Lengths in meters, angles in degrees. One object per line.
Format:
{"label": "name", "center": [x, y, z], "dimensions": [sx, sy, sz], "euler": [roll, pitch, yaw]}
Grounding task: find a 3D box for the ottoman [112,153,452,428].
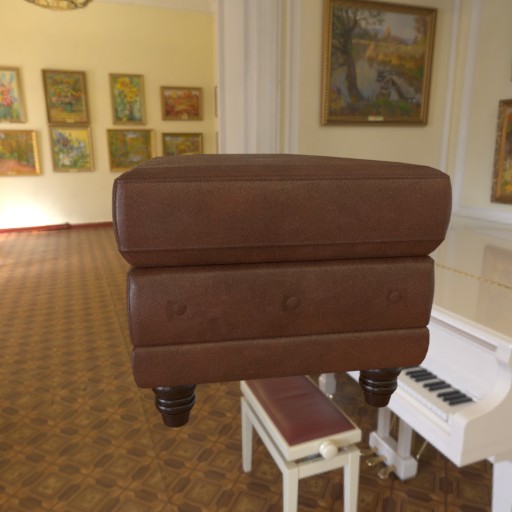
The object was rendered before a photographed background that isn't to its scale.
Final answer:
{"label": "ottoman", "center": [0.000, 0.000, 1.152], "dimensions": [0.588, 0.509, 0.795], "euler": [-2, 14, -9]}
